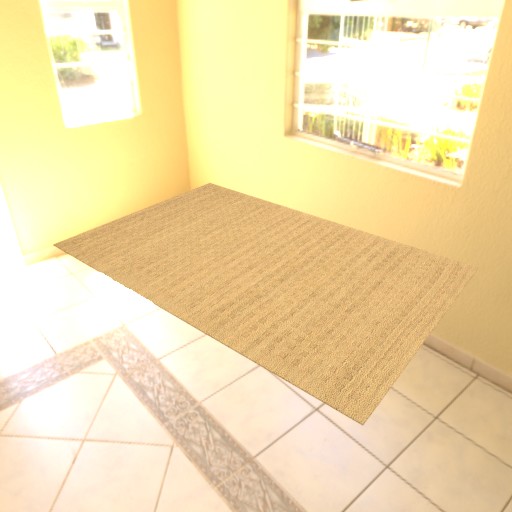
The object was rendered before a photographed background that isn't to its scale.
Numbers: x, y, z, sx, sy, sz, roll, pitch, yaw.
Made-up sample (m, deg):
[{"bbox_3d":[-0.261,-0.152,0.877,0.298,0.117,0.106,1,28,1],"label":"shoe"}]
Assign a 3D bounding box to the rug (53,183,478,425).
[{"bbox_3d":[0.000,0.000,2.171,1.752,0.006,1.142,22,37,33],"label":"rug"}]
